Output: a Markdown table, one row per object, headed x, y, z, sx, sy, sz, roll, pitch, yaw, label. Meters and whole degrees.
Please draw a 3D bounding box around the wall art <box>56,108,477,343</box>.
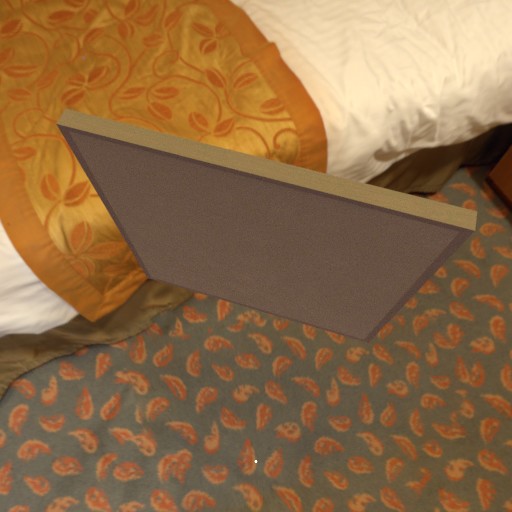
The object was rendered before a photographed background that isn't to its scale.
| x | y | z | sx | sy | sz | roll | pitch | yaw | label |
| --- | --- | --- | --- | --- | --- | --- | --- | --- | --- |
| 0.000 | 0.000 | 1.124 | 0.761 | 0.758 | 0.038 | 16 | 66 | 7 | wall art |
